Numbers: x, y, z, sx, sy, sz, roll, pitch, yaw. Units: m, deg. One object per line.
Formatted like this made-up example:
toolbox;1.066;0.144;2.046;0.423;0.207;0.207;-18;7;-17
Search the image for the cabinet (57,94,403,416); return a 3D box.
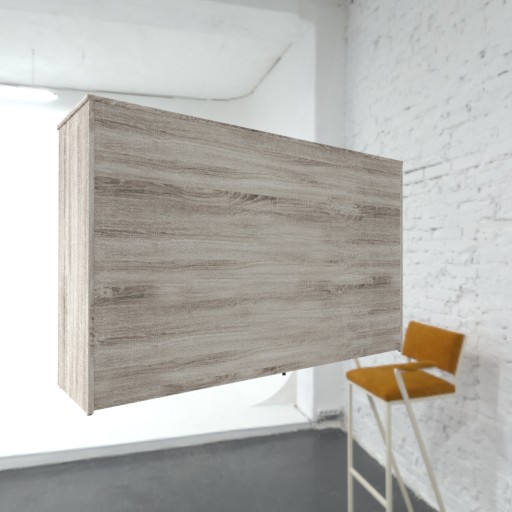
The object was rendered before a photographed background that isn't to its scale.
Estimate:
cabinet;0.000;0.000;1.817;1.450;0.900;0.380;0;0;-36
